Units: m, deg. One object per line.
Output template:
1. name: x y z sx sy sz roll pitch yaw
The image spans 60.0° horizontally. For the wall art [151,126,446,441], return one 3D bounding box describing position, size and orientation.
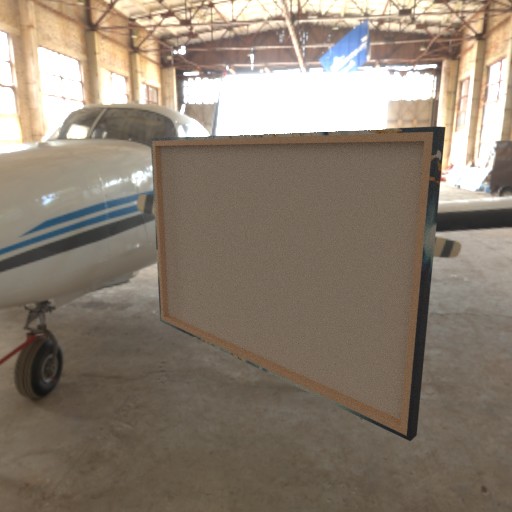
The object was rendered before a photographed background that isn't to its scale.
1. wall art: 0.000 0.000 1.431 0.035 0.759 1.138 -13 18 -43
